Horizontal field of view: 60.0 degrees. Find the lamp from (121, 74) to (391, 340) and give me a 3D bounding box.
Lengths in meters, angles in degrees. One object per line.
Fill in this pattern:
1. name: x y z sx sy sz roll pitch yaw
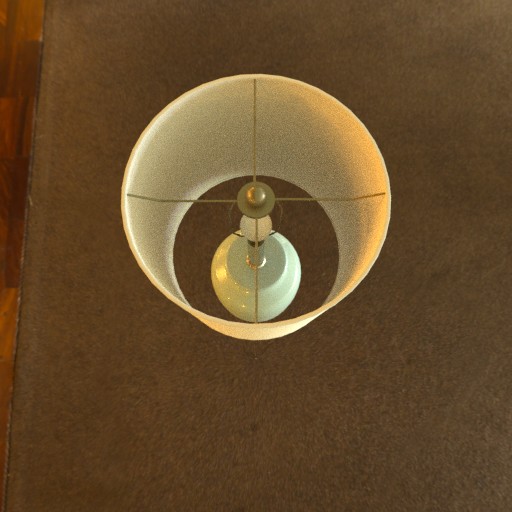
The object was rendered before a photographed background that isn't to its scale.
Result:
1. lamp: 0.000 0.000 1.110 0.418 0.871 0.418 37 80 8
